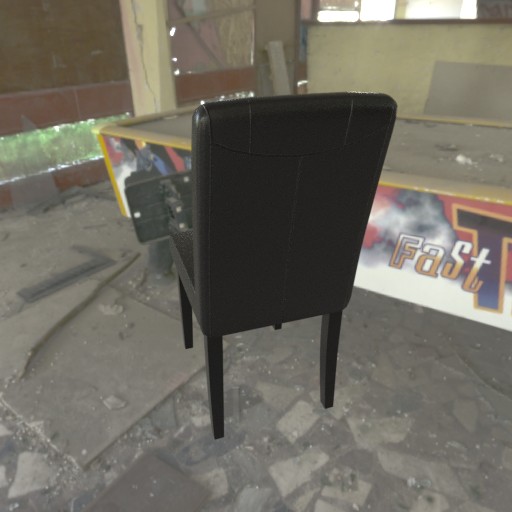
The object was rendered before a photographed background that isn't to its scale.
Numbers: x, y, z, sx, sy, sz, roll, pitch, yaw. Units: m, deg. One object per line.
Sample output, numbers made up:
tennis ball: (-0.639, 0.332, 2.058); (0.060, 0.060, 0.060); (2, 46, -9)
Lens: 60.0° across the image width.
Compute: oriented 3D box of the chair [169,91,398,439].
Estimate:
chair: (0.000, 0.000, 1.212); (0.399, 0.897, 0.556); (-9, 28, -17)
